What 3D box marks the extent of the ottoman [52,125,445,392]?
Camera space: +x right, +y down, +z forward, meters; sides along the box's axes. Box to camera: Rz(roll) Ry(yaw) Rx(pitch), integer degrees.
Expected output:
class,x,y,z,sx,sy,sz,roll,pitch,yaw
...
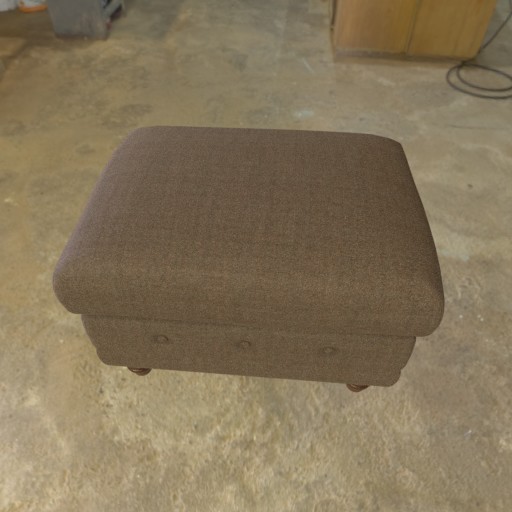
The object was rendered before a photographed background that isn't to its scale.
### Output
class,x,y,z,sx,sy,sz,roll,pitch,yaw
ottoman,0.000,0.000,1.204,0.809,0.555,0.599,3,46,3
